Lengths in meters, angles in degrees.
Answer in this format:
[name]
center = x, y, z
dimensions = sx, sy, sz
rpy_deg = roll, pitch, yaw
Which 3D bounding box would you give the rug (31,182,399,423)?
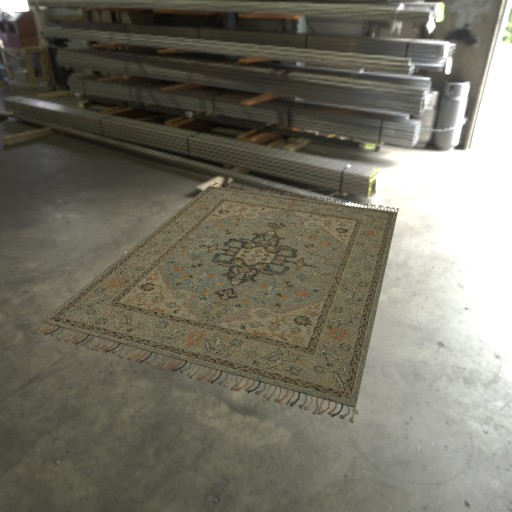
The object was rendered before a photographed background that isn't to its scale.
[rug]
center = 0.000, 0.000, 4.208
dimensions = 2.379, 0.011, 3.221
rpy_deg = 11, 32, 17
